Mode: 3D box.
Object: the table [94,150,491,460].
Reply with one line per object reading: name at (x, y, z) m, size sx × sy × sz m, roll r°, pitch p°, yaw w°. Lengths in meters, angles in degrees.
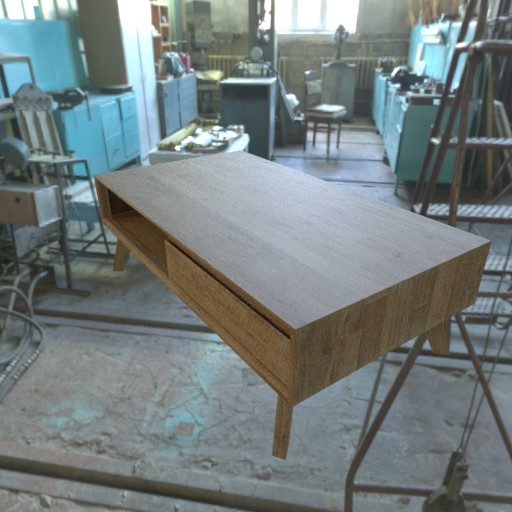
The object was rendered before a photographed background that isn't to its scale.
table at (0.000, 0.000, 2.051) m, size 0.918 × 0.531 × 1.619 m, roll -18°, pitch 32°, yaw -31°
